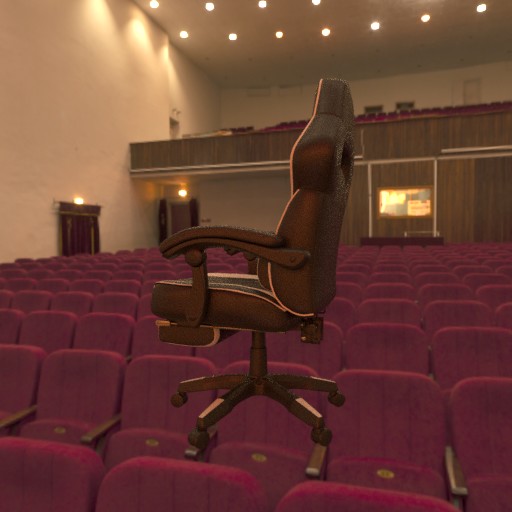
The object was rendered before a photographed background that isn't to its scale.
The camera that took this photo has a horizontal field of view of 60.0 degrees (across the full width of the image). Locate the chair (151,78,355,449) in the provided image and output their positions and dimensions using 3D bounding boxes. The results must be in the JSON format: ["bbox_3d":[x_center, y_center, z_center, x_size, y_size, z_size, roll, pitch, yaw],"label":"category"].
[{"bbox_3d":[0.000,0.000,1.655,0.700,1.200,0.676,0,1,17],"label":"chair"}]
